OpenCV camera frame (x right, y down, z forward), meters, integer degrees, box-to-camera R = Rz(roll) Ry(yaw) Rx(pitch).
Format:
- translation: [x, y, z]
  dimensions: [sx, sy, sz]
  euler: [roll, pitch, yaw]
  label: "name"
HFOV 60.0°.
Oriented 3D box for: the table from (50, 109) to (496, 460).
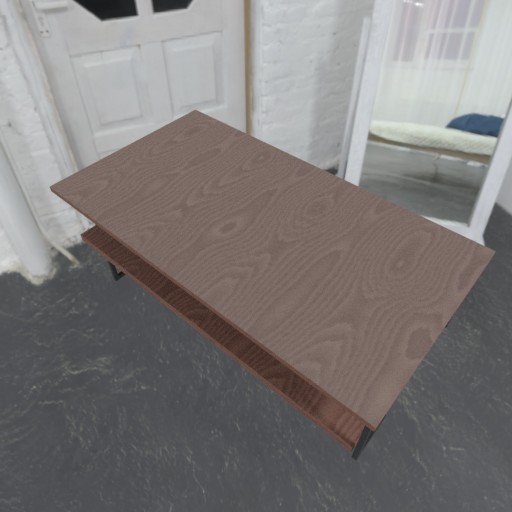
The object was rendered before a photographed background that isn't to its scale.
- translation: [0.000, 0.000, 1.455]
  dimensions: [1.197, 0.347, 0.651]
  euler: [32, 55, 27]
  label: "table"
